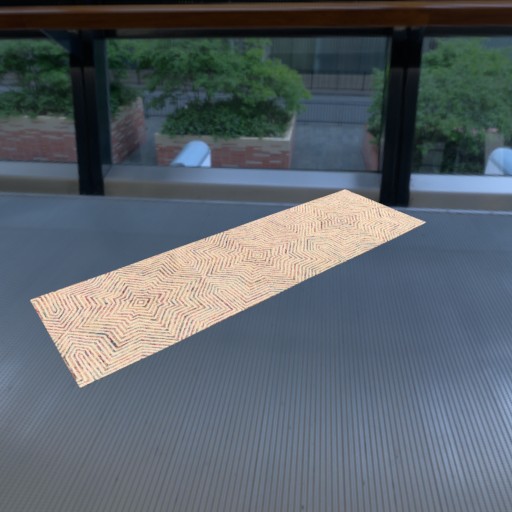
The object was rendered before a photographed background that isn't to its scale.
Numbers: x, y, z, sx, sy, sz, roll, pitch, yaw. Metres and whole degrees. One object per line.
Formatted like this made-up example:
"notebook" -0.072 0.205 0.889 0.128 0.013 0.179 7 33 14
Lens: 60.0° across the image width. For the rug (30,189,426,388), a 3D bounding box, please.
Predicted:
"rug" 0.000 0.000 2.731 2.443 0.009 0.771 -22 38 -32
